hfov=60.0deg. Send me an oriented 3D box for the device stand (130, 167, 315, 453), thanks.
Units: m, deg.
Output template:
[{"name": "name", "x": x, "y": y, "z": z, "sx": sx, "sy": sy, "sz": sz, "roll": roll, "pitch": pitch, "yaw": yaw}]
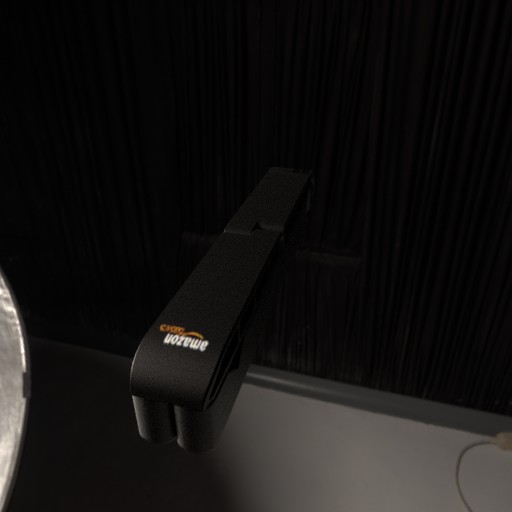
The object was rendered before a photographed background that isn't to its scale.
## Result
[{"name": "device stand", "x": 0.000, "y": 0.000, "z": 0.194, "sx": 0.026, "sy": 0.030, "sz": 0.179, "roll": 8, "pitch": 31, "yaw": 13}]
